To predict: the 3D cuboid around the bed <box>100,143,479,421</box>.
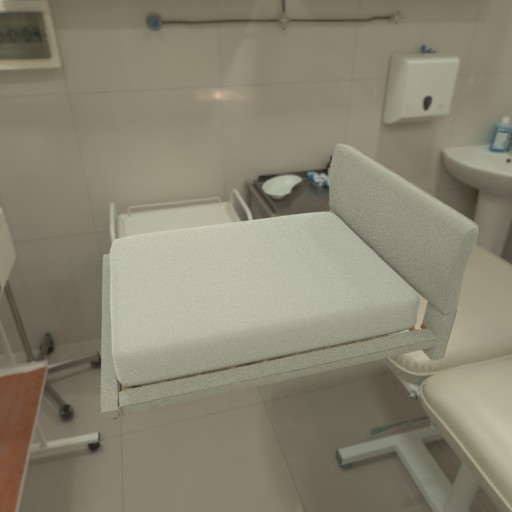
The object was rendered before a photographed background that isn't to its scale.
[{"bbox_3d":[0.000,0.000,3.375,2.368,1.067,1.840,-8,32,-14],"label":"bed"}]
